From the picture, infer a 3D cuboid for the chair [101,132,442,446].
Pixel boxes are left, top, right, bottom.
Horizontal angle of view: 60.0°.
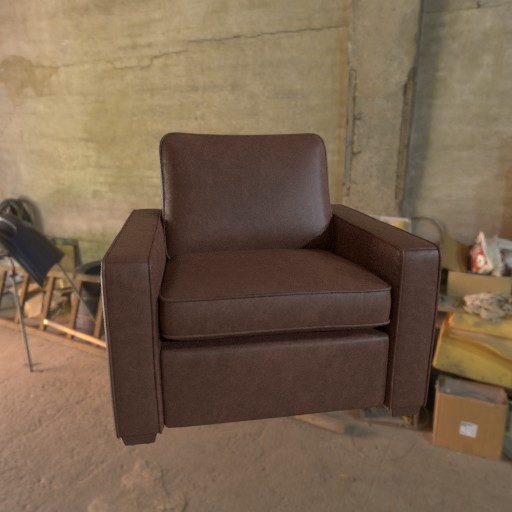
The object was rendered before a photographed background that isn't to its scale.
[{"bbox_3d":[0.000,0.000,1.699,1.017,0.919,0.940,-2,15,-9],"label":"chair"}]
